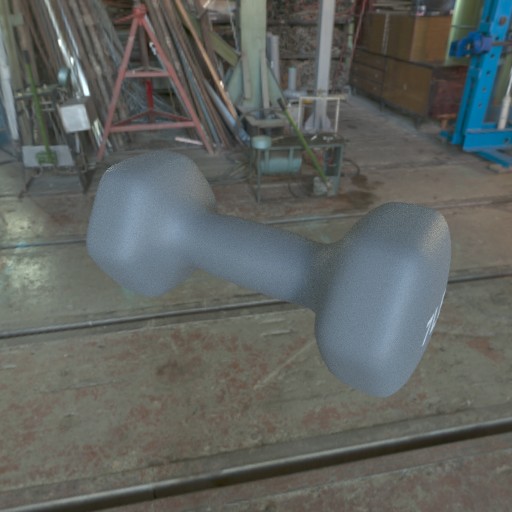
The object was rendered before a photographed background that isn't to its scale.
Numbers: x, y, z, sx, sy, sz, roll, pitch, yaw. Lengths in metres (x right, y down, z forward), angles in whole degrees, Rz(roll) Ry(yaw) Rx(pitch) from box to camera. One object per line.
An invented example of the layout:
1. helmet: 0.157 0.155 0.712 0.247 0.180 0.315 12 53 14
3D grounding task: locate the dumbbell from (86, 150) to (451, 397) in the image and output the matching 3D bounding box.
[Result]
1. dumbbell: 0.000 0.000 0.233 0.184 0.081 0.090 18 35 28
